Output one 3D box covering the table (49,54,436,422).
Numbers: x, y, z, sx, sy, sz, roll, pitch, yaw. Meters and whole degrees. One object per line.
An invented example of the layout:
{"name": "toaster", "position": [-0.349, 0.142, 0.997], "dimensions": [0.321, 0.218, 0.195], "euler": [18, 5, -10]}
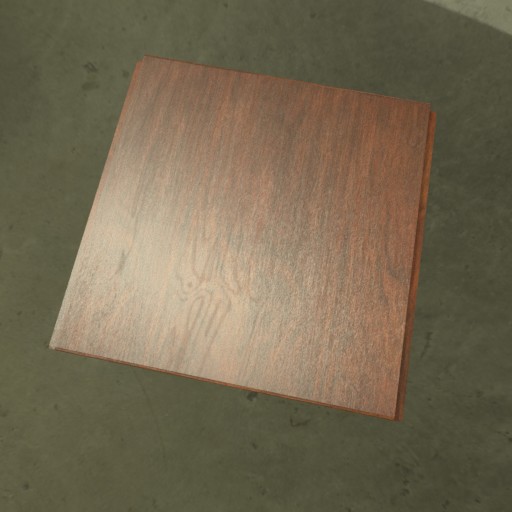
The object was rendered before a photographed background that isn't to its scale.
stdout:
{"name": "table", "position": [0.000, 0.000, 1.466], "dimensions": [0.843, 0.763, 0.812], "euler": [11, 76, 3]}
